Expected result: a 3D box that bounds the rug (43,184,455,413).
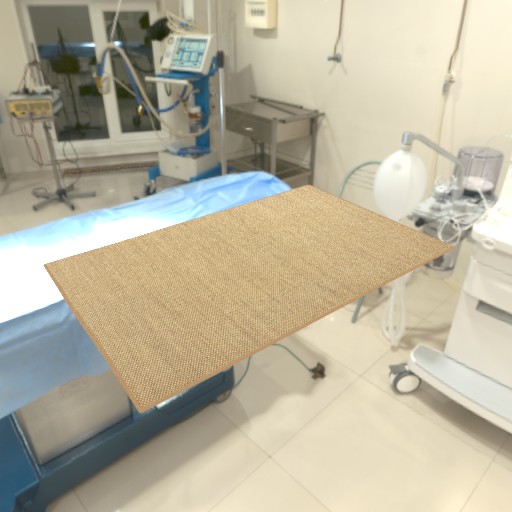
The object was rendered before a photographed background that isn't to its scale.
[{"bbox_3d":[0.000,0.000,2.107,1.668,0.012,1.061,-21,36,-31],"label":"rug"}]
